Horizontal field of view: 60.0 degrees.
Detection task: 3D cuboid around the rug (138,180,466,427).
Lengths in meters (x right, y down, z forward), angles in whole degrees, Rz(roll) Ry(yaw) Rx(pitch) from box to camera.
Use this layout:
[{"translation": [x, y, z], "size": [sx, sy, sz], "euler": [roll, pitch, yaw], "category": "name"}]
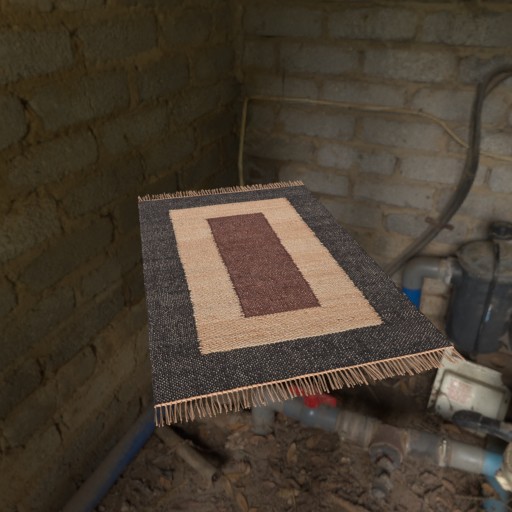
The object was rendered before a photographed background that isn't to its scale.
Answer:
[{"translation": [0.000, 0.000, 2.463], "size": [1.224, 0.027, 2.021], "euler": [-8, 32, -12], "category": "rug"}]
